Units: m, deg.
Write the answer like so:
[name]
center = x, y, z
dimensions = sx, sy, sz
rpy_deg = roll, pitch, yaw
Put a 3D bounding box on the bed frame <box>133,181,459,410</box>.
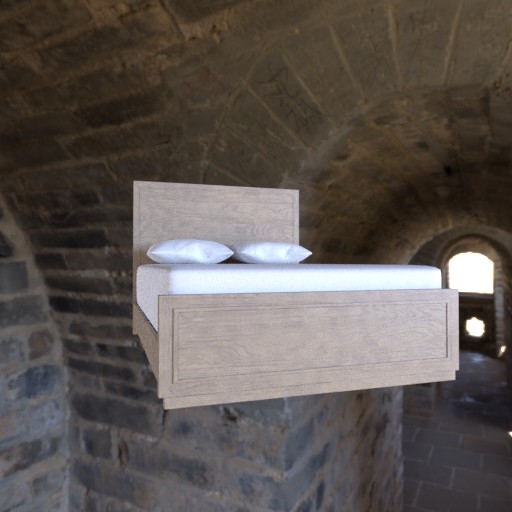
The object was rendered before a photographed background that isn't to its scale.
[bed frame]
center = 0.000, 0.000, 3.205
dimensions = 1.606, 1.369, 2.189
rpy_deg = 0, -1, -18
